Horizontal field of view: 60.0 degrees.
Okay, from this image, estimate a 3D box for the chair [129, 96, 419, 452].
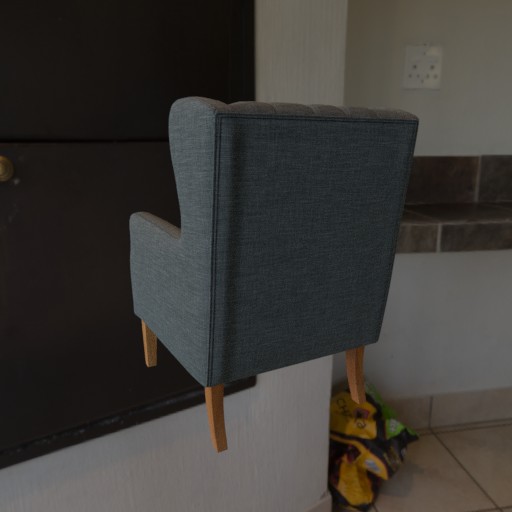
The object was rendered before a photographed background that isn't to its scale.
[{"bbox_3d":[0.000,0.000,1.505,0.711,0.953,0.775,-7,16,-27],"label":"chair"}]
